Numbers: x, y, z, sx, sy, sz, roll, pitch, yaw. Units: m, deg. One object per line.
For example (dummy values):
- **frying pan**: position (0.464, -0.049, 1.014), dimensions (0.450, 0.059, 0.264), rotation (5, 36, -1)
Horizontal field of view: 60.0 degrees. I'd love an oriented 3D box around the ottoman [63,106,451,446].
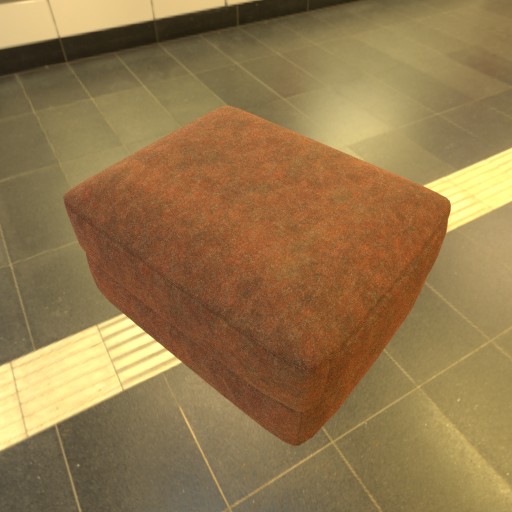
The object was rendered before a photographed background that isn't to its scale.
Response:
- **ottoman**: position (0.000, 0.000, 1.172), dimensions (0.787, 0.508, 0.635), rotation (31, 54, 26)
